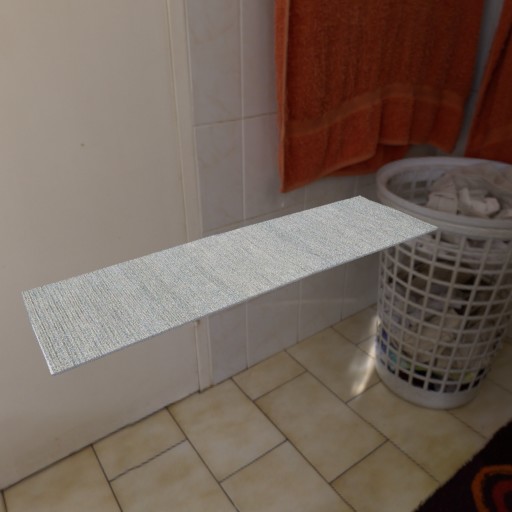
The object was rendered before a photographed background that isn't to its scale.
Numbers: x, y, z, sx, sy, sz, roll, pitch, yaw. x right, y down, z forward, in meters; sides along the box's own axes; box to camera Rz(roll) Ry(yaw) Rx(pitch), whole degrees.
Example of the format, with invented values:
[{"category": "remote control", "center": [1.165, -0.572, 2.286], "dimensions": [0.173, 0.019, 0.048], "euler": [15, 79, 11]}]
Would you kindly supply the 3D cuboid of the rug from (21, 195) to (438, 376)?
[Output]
[{"category": "rug", "center": [0.000, 0.000, 2.499], "dimensions": [2.341, 0.037, 0.675], "euler": [-18, 34, -29]}]
